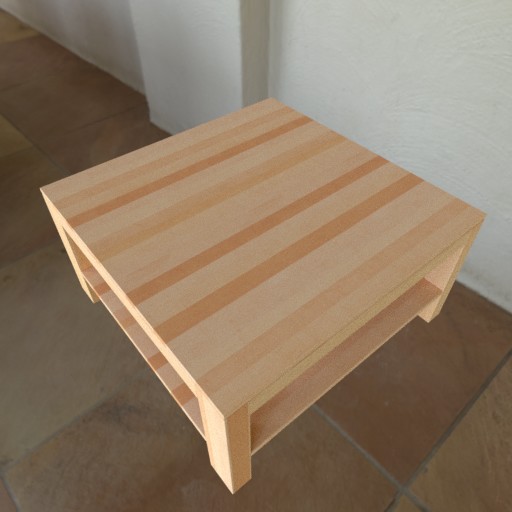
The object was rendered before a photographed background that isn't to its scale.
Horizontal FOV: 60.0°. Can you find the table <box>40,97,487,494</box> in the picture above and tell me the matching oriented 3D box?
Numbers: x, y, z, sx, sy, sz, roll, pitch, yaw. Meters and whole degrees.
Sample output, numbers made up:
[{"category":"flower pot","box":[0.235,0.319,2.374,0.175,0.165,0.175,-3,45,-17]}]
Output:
[{"category":"table","box":[0.000,0.000,1.416,0.900,0.450,0.900,-31,53,-27]}]
